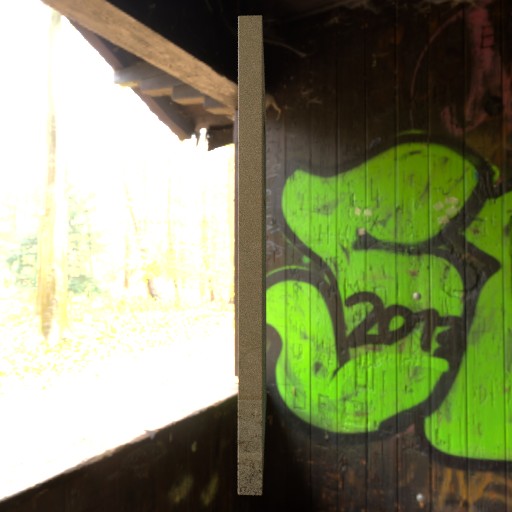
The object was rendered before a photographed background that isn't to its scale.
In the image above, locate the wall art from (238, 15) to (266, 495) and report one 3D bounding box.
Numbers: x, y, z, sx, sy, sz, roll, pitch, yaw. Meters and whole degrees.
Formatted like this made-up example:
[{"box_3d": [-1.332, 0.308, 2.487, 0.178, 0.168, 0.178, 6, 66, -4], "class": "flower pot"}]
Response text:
[{"box_3d": [0.000, 0.000, 0.960, 0.038, 0.764, 0.508, 0, -1, 2], "class": "wall art"}]
